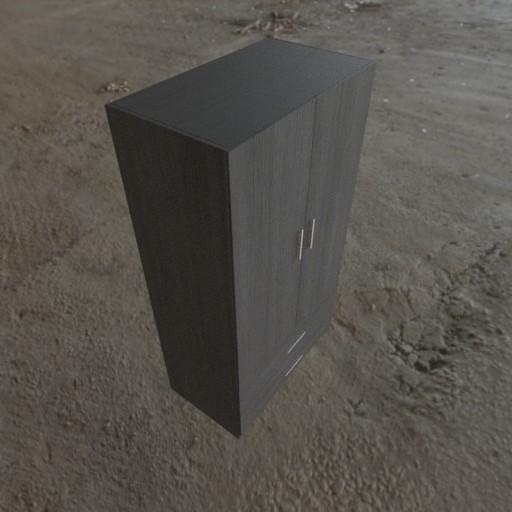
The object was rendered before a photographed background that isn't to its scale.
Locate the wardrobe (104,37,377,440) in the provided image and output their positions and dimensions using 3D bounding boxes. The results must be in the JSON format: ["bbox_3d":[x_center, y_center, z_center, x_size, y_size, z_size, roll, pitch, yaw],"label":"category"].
[{"bbox_3d":[0.000,0.000,2.308,0.577,1.808,0.991,27,48,27],"label":"wardrobe"}]
